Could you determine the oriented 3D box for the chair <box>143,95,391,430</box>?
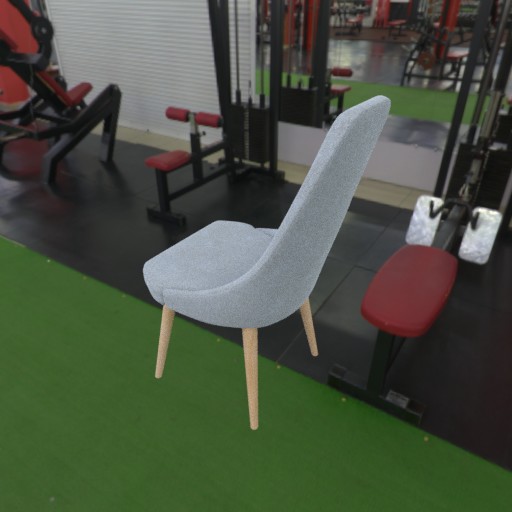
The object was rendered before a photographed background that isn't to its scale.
[{"bbox_3d":[0.000,0.000,1.421,0.660,1.040,0.510,20,37,29],"label":"chair"}]
